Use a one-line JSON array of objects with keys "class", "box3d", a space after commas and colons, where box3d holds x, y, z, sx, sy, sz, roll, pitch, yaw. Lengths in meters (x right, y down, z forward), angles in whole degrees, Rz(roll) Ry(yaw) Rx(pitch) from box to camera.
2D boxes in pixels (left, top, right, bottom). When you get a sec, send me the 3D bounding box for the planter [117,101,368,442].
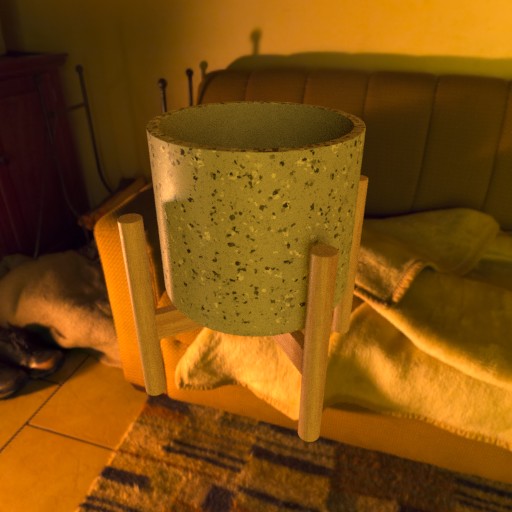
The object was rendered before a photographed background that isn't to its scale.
[{"class": "planter", "box3d": [0.000, 0.000, 0.537, 0.284, 0.320, 0.284, -1, 30, -2]}]
